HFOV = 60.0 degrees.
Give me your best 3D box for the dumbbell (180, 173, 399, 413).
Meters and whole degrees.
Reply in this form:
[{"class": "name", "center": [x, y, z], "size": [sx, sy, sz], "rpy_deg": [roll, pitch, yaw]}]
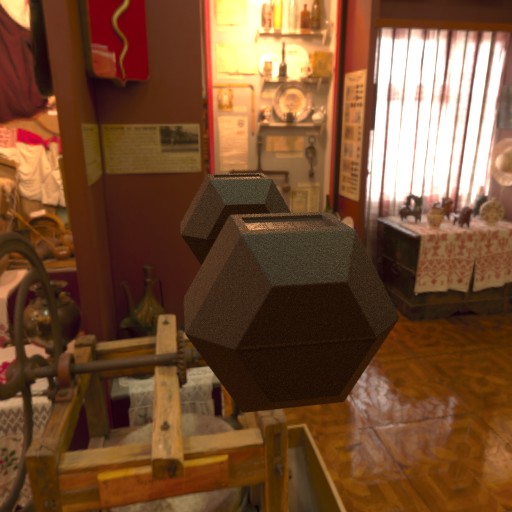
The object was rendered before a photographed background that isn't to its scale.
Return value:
[{"class": "dumbbell", "center": [0.000, 0.000, 0.427], "size": [0.141, 0.123, 0.356], "rpy_deg": [-3, 17, -9]}]
